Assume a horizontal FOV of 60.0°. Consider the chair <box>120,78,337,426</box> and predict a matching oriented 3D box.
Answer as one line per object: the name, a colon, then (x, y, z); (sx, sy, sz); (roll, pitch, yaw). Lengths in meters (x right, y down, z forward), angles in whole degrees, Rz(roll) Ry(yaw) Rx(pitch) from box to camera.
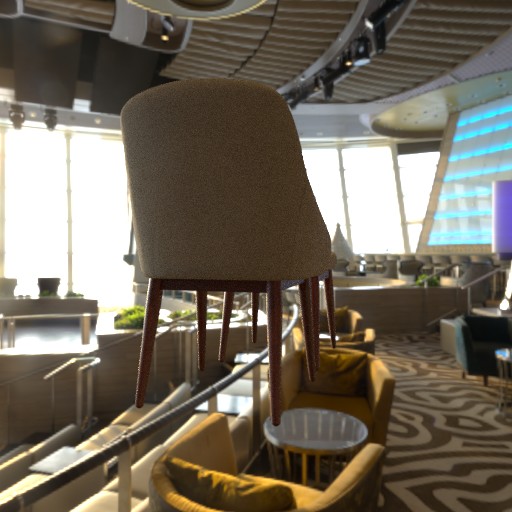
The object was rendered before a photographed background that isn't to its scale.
chair: (0.000, 0.000, 1.607); (0.584, 0.866, 1.114); (0, 0, 19)
